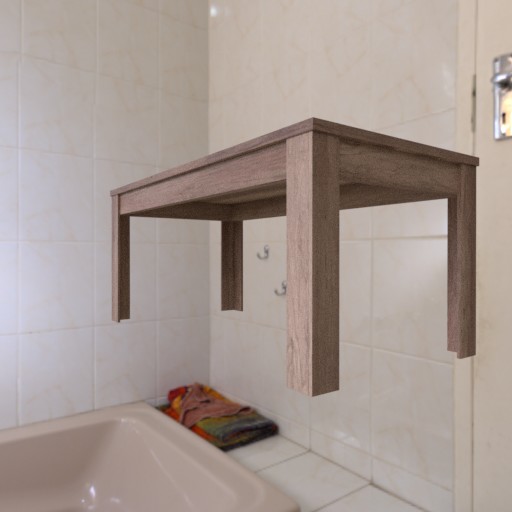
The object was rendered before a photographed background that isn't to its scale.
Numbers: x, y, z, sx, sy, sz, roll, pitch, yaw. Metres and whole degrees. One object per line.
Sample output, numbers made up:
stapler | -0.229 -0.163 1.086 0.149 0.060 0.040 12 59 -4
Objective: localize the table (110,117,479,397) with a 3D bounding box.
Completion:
table | 0.000 0.000 2.237 0.900 0.790 1.800 0 0 -36
